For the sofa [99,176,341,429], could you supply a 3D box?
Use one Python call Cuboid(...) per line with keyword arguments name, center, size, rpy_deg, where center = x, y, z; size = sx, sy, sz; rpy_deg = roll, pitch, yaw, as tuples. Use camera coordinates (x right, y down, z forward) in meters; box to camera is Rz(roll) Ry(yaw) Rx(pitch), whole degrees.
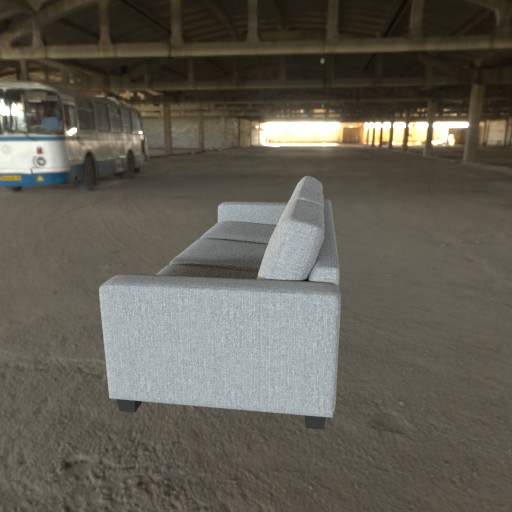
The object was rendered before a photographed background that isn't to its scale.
Cuboid(name="sofa", center=(0.000, 0.000, 2.624), size=(0.900, 0.800, 2.120), rpy_deg=(2, 15, 8))
